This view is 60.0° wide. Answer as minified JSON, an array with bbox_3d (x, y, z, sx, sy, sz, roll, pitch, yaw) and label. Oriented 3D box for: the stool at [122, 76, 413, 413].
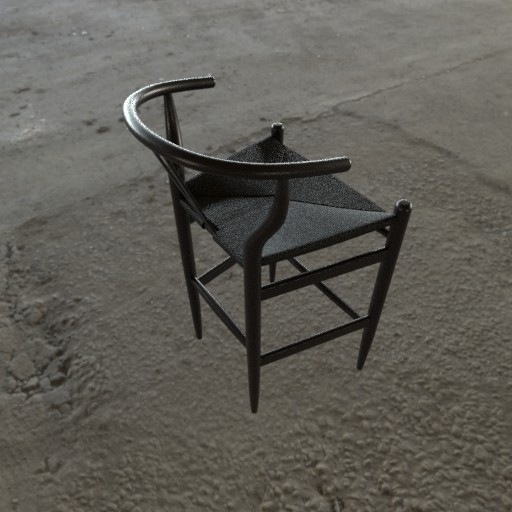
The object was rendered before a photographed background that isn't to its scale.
[{"bbox_3d":[0.000,0.000,1.308,0.579,0.970,0.569,-25,48,-25],"label":"stool"}]
